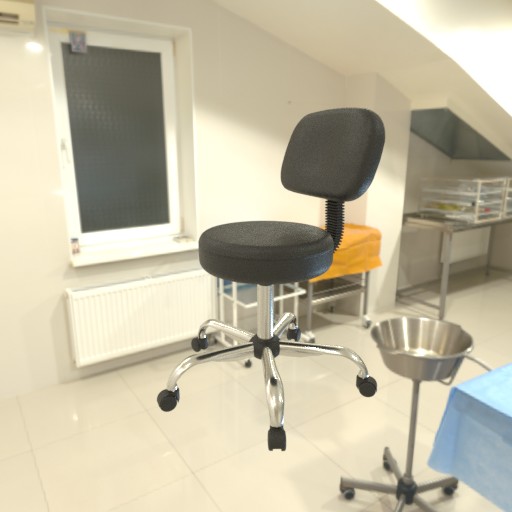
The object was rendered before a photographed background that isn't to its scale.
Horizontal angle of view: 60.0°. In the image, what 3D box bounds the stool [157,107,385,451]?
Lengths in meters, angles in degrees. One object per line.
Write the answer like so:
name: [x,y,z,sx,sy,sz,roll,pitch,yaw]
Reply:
stool: [0.000,0.000,1.337,0.648,0.862,0.673,-8,17,-26]
